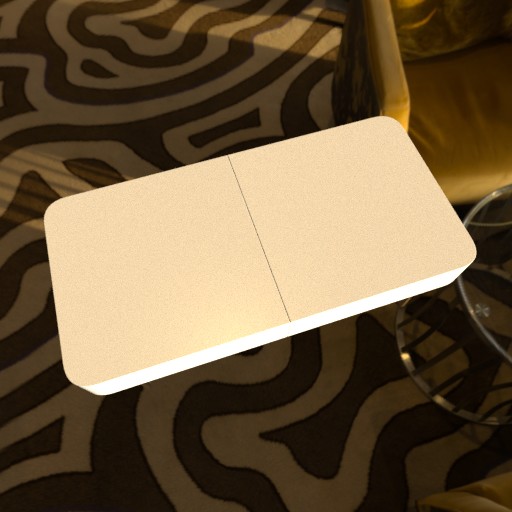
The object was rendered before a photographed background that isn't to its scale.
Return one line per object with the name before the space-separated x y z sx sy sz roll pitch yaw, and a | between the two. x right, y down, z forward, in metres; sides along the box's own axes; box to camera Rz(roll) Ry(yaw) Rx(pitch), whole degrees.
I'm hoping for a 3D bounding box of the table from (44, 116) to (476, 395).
table | 0.000 0.000 1.479 1.200 0.340 0.600 -16 65 -8
